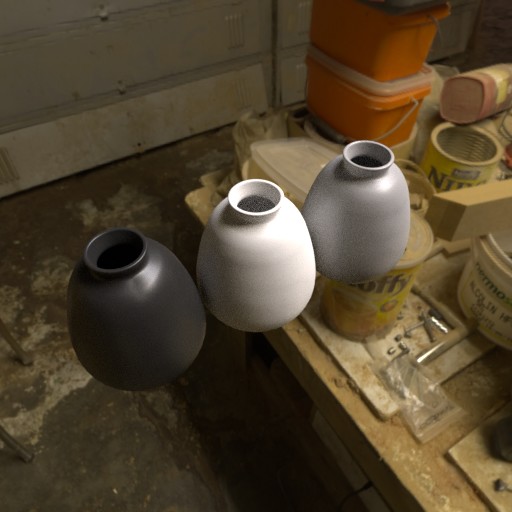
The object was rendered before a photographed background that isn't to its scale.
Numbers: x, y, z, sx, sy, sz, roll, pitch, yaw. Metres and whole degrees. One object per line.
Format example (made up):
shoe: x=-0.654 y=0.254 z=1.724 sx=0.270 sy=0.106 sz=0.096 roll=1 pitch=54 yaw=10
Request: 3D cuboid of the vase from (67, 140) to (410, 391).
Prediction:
vase: x=0.000 y=0.000 z=0.351 sx=0.297 sy=0.122 sz=0.097 roll=-23 pitch=51 yaw=-20
